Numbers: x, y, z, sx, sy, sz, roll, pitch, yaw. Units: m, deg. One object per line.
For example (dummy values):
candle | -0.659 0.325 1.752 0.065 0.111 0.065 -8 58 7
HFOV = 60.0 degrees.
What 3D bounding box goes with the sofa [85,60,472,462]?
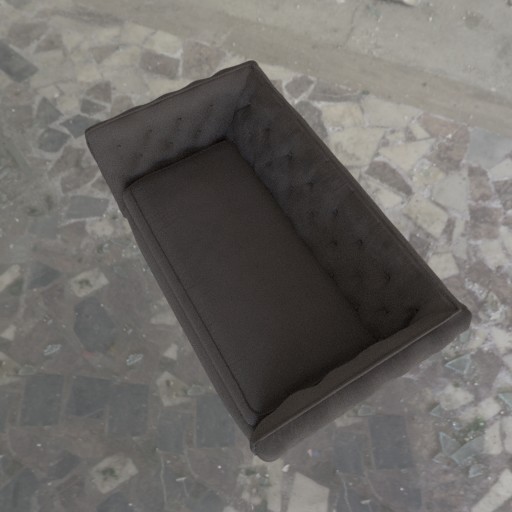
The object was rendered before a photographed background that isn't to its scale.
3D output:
sofa | 0.000 0.000 2.088 0.909 0.810 1.583 -28 67 -13
